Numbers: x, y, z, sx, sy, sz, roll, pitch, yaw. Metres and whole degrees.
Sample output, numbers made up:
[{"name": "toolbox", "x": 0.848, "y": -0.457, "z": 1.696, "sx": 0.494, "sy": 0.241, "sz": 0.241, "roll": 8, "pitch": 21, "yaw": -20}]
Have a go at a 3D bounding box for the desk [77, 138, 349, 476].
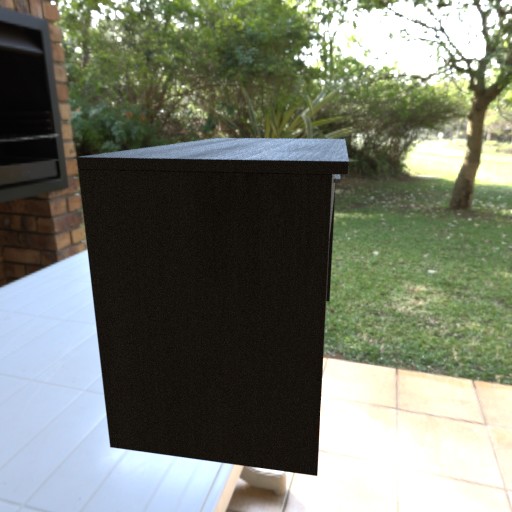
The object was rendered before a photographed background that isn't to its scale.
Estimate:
[{"name": "desk", "x": 0.000, "y": 0.000, "z": 1.499, "sx": 0.557, "sy": 0.729, "sz": 1.099, "roll": 3, "pitch": 17, "yaw": 10}]
